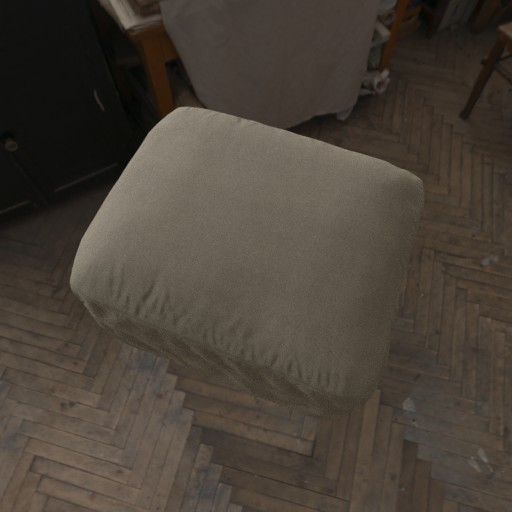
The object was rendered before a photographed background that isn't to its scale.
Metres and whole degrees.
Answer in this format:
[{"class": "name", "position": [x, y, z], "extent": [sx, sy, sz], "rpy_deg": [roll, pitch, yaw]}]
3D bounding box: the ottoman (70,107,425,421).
[{"class": "ottoman", "position": [0.000, 0.000, 1.106], "extent": [0.712, 0.480, 0.584], "rpy_deg": [19, 65, 9]}]
